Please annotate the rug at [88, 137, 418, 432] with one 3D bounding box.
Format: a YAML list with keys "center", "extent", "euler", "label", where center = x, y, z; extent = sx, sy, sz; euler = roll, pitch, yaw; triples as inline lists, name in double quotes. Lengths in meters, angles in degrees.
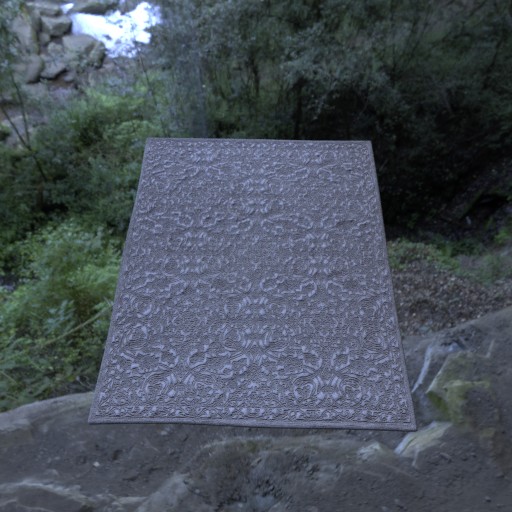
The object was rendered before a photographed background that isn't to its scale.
- center: [0.000, 0.000, 4.093]
  extent: [2.472, 0.035, 3.017]
  euler: [1, 59, 1]
  label: "rug"
